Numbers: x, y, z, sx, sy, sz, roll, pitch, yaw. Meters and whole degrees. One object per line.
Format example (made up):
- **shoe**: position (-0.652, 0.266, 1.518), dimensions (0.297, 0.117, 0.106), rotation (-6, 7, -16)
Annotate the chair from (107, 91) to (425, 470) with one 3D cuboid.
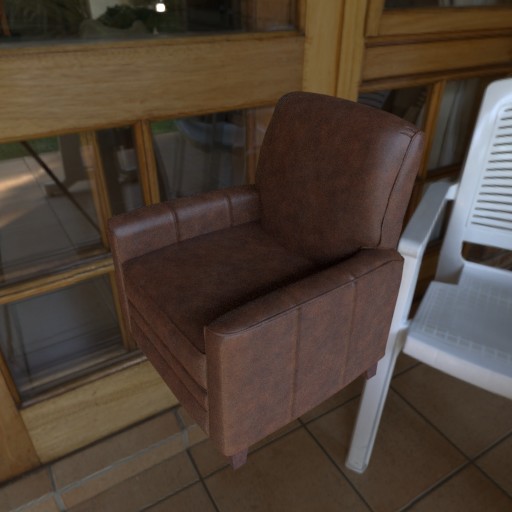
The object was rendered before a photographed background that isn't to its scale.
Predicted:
- **chair**: position (0.000, 0.000, 1.618), dimensions (0.850, 1.010, 0.839), rotation (-21, 38, -30)
